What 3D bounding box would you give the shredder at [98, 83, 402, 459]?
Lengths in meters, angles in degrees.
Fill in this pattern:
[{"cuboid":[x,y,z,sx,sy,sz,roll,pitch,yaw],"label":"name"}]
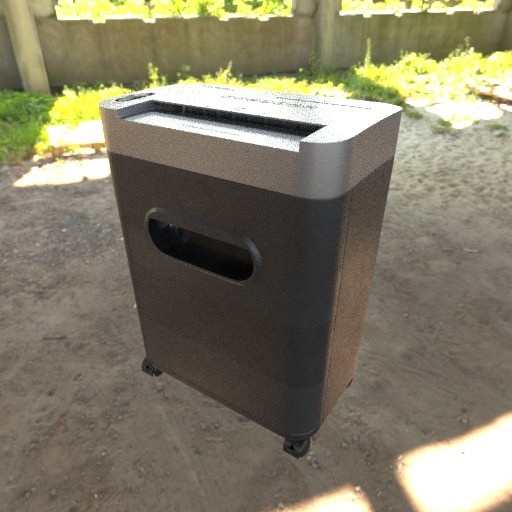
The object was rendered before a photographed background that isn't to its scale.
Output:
[{"cuboid":[0.000,0.000,0.613,0.311,0.419,0.237,18,35,29],"label":"shredder"}]
